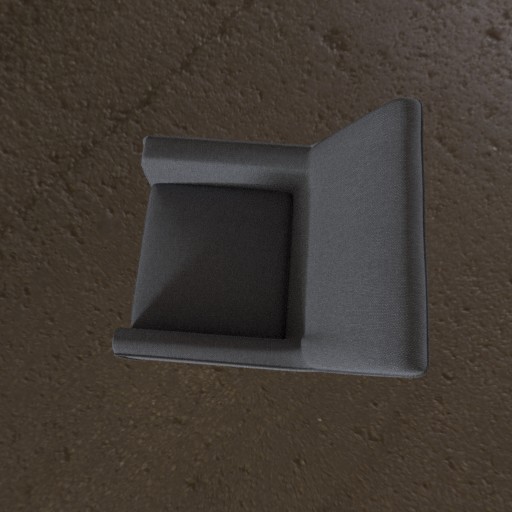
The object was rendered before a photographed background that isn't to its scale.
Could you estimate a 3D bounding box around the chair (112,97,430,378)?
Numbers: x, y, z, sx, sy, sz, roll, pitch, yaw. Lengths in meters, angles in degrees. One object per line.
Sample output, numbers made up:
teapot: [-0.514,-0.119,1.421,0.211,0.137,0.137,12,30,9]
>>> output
chair: [0.000,0.000,1.583,0.899,0.919,0.780,4,75,1]
